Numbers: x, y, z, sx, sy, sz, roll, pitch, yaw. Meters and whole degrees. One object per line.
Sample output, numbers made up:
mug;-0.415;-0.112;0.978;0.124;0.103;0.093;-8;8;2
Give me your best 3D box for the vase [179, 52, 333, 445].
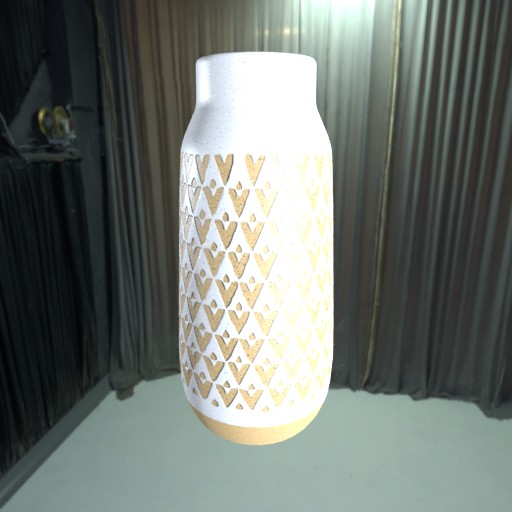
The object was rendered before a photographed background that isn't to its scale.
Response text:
vase;0.000;0.000;0.378;0.137;0.307;0.137;0;16;0
